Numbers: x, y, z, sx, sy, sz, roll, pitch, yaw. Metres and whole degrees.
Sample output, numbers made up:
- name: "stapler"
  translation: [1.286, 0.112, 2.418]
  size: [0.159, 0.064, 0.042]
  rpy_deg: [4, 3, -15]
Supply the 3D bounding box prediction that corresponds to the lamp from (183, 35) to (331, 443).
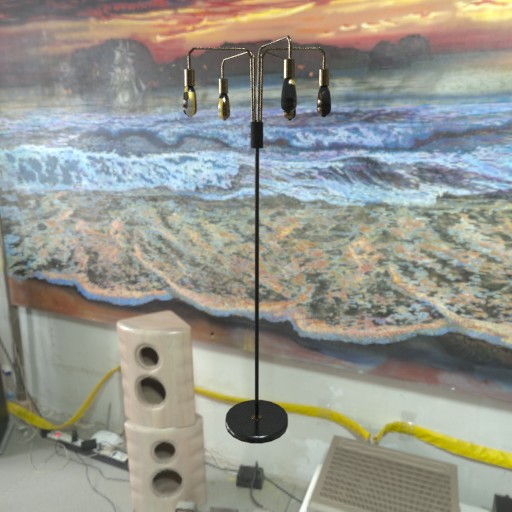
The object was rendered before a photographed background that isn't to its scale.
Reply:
- name: "lamp"
  translation: [0.000, 0.000, 1.985]
  size: [0.599, 1.721, 0.572]
  rpy_deg: [-2, 14, -8]
